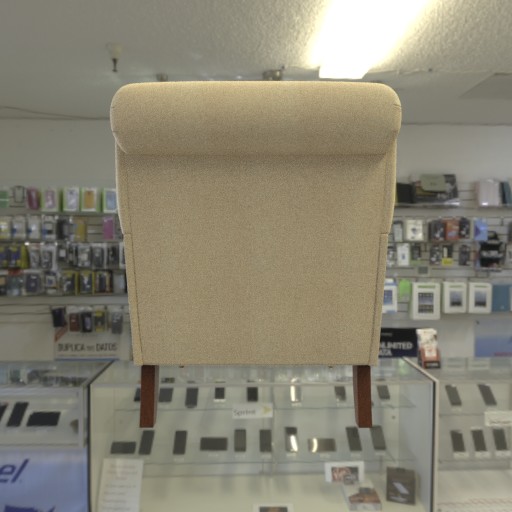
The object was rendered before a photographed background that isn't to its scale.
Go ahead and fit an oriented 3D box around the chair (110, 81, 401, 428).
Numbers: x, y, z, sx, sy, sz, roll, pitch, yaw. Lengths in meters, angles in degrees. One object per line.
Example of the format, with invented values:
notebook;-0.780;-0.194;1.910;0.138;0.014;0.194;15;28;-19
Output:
chair;0.000;0.000;1.517;0.766;0.944;0.842;0;2;0
